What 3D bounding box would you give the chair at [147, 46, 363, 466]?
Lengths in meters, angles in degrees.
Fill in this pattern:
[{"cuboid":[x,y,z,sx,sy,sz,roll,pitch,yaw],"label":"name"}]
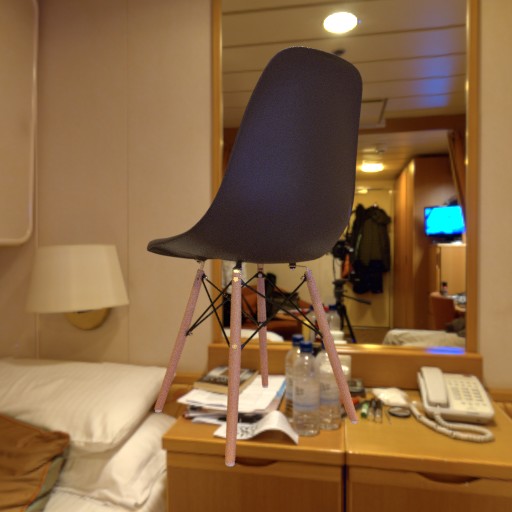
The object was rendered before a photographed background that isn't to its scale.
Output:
[{"cuboid":[0.000,0.000,1.120,0.470,0.825,0.533,0,1,-36],"label":"chair"}]
